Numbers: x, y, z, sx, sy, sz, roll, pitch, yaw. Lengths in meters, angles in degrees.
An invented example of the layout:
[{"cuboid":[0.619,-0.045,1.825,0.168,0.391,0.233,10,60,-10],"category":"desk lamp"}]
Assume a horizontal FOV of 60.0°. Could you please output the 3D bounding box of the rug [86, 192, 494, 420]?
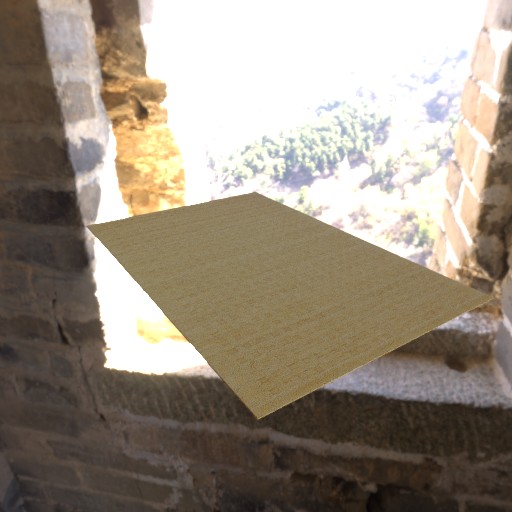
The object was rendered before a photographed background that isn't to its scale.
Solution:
[{"cuboid":[0.000,0.000,2.841,1.524,0.006,2.286,-16,30,-30],"category":"rug"}]
